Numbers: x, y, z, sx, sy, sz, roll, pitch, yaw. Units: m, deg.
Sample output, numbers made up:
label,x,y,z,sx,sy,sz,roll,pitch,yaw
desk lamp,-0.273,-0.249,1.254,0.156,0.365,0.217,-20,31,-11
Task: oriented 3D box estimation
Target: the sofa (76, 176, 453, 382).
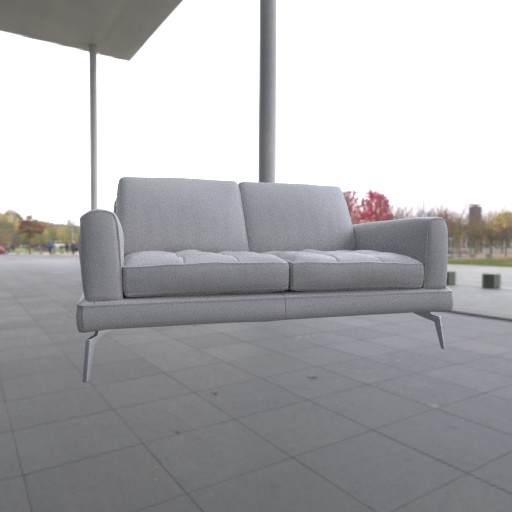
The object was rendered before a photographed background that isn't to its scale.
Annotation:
label,x,y,z,sx,sy,sz,roll,pitch,yaw
sofa,0.000,0.000,2.479,1.819,0.930,1.121,0,1,-18
